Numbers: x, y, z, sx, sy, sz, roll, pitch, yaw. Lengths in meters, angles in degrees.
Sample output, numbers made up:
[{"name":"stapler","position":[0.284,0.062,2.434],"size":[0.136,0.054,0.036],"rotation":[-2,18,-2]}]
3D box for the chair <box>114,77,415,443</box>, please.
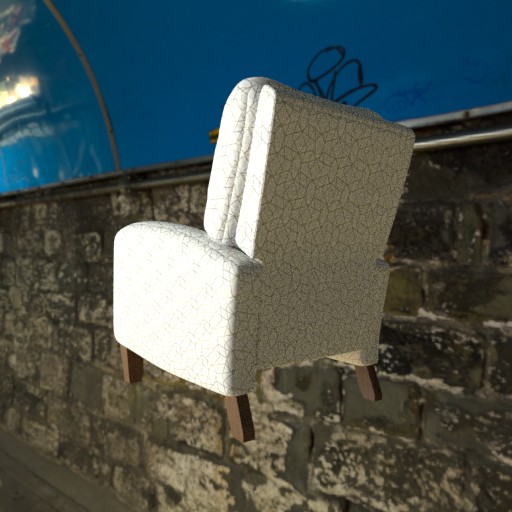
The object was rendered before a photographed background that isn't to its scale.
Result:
[{"name":"chair","position":[0.000,0.000,1.734],"size":[0.796,1.064,0.995],"rotation":[0,0,-37]}]
